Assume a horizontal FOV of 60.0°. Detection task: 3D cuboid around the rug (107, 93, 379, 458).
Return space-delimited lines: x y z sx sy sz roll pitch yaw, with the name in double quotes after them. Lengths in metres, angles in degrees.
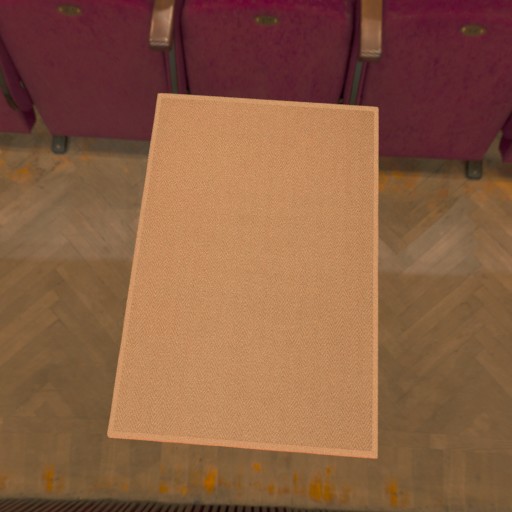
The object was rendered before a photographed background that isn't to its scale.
0.000 0.000 2.782 1.532 0.017 2.244 4 75 1 "rug"
